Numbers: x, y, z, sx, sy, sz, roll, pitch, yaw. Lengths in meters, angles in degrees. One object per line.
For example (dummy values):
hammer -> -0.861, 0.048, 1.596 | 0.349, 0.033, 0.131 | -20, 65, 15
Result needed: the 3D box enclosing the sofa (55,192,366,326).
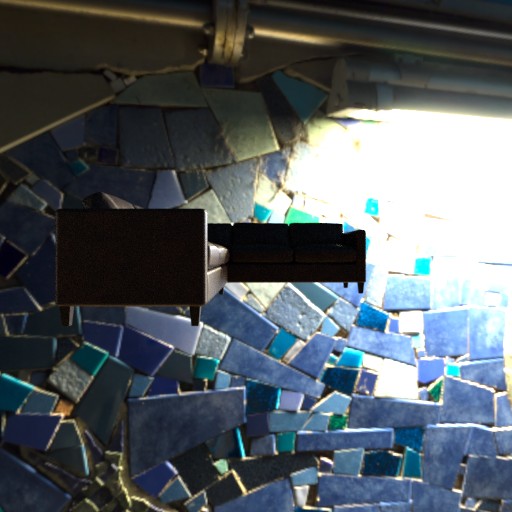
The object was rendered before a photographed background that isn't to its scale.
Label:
sofa -> 0.000, 0.000, 4.213 | 2.438, 0.836, 3.152 | 0, 0, 0
